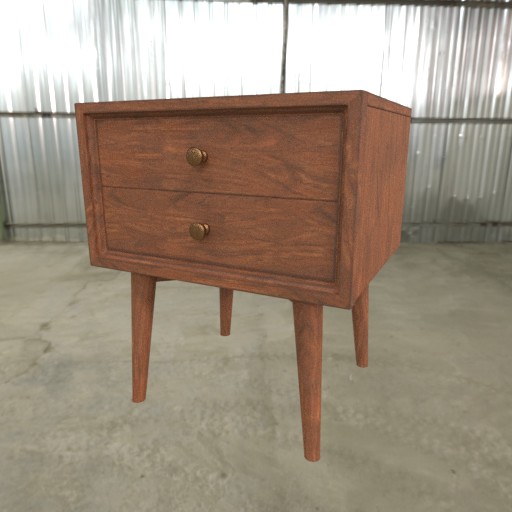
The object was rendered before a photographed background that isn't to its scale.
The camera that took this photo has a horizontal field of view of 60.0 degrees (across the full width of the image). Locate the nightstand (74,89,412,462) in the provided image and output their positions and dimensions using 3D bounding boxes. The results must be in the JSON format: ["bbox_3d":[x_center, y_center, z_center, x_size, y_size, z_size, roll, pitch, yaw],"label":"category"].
[{"bbox_3d":[0.000,0.000,0.943,0.521,0.607,0.445,7,17,26],"label":"nightstand"}]
